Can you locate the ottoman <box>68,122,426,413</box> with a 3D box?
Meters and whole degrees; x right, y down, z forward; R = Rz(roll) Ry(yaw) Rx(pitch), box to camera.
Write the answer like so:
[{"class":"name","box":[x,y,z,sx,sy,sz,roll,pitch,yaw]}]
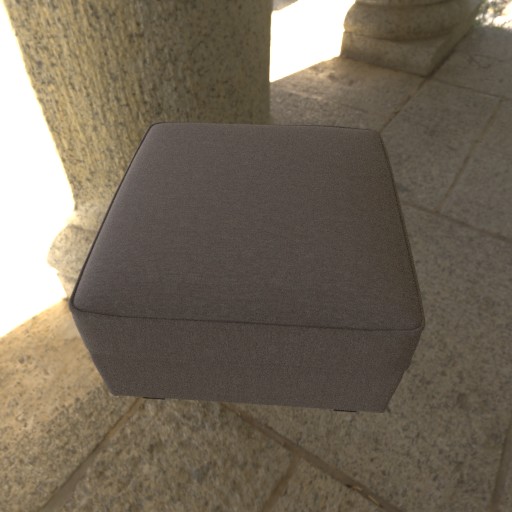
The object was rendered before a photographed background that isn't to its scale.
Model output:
[{"class":"ottoman","box":[0.000,0.000,1.399,0.808,0.612,0.871,3,46,3]}]
